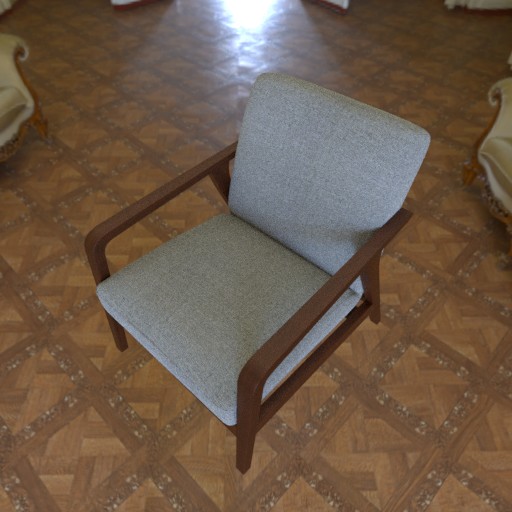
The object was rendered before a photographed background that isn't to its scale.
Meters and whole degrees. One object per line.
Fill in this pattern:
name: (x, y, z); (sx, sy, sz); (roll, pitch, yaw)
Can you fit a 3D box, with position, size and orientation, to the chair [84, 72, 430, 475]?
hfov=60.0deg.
chair: (0.000, 0.000, 1.431); (0.704, 0.847, 0.858); (34, 54, 28)
